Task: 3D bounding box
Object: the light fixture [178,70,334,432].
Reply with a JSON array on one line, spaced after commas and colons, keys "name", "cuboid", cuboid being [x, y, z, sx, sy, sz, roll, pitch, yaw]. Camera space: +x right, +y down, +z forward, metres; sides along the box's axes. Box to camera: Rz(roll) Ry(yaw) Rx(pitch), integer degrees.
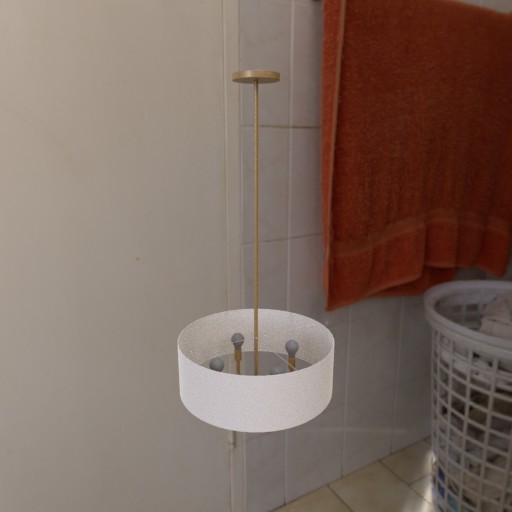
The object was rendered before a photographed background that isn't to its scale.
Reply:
[{"name": "light fixture", "cuboid": [0.000, 0.000, 1.388, 0.508, 1.067, 0.508, 0, 14, 0]}]
